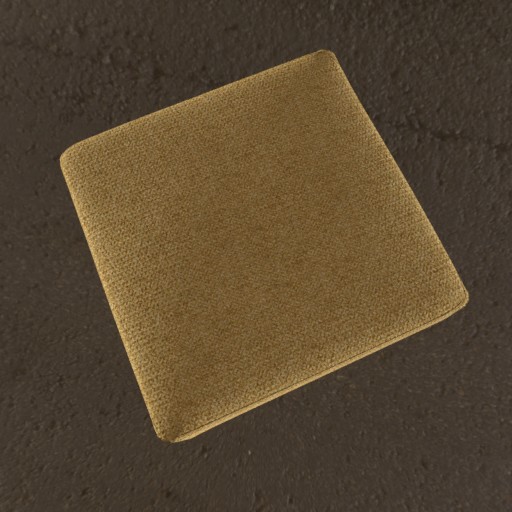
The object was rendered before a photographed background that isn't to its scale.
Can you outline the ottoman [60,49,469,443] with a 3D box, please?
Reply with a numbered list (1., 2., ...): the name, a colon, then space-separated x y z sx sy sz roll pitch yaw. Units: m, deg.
1. ottoman: 0.000 0.000 0.879 0.512 0.441 0.505 -23 76 -6
